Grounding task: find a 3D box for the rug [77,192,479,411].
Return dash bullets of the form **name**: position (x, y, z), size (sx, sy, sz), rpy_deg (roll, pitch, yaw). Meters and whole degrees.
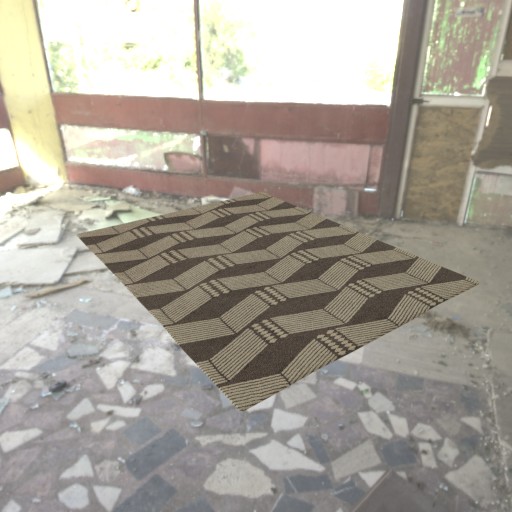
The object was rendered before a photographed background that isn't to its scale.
- **rug**: position (0.000, 0.000, 4.173), size (2.438, 0.016, 3.048), rpy_deg (-18, 31, -32)
